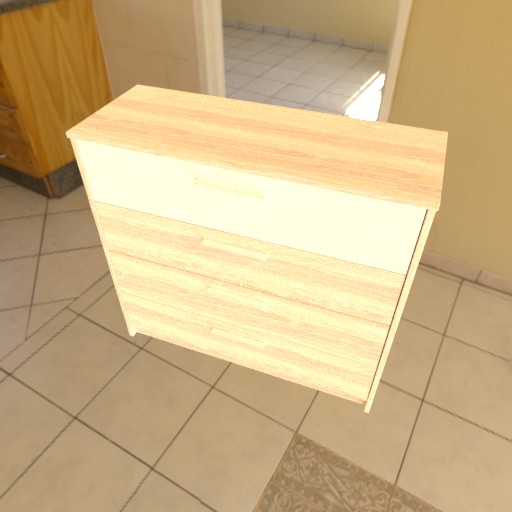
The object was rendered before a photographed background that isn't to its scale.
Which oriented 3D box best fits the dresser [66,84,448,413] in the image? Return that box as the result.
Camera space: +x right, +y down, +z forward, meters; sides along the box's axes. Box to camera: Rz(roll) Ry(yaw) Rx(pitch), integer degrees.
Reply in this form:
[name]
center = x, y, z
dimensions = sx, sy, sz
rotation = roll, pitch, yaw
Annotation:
[dresser]
center = 0.000, 0.000, 1.509
dimensions = 0.980, 0.900, 0.380
rotation = 14, 44, 15
